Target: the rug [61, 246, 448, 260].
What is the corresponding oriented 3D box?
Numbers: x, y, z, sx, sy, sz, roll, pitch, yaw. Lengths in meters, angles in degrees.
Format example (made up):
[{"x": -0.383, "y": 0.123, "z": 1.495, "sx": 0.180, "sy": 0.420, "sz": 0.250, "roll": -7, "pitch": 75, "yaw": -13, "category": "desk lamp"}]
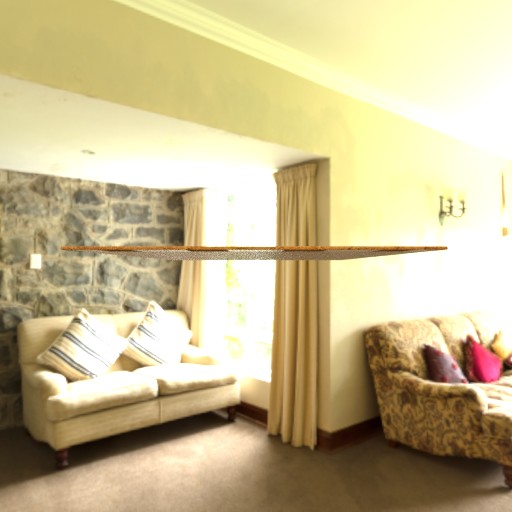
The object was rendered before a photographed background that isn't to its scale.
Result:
[{"x": 0.000, "y": 0.000, "z": 2.890, "sx": 1.528, "sy": 0.014, "sz": 2.292, "roll": 0, "pitch": -2, "yaw": 0, "category": "rug"}]
